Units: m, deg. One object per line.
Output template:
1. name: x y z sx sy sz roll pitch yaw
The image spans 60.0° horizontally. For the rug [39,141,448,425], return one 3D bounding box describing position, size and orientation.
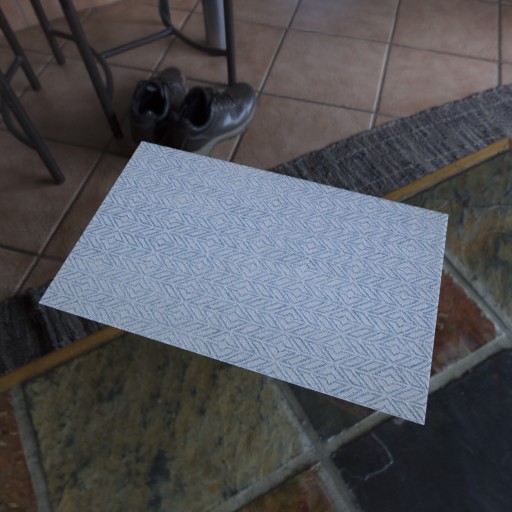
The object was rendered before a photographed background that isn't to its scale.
1. rug: 0.000 0.000 3.032 2.441 0.008 1.526 15 59 9
